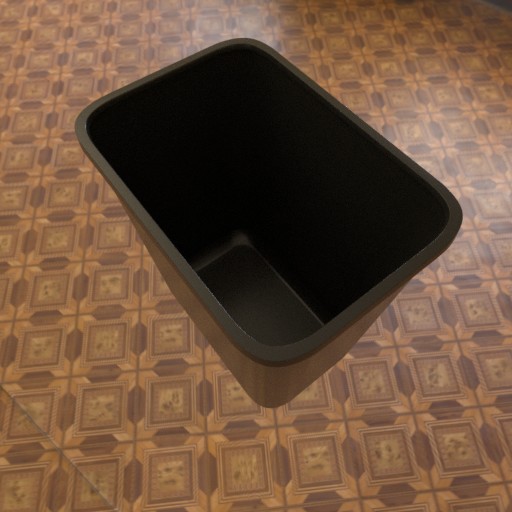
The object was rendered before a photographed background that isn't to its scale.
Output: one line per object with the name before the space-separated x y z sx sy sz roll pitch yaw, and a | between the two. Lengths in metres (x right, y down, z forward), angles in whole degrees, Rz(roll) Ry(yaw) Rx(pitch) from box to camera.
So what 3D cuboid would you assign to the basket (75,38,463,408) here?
basket | 0.000 0.000 0.497 0.211 0.307 0.300 -34 65 -18
